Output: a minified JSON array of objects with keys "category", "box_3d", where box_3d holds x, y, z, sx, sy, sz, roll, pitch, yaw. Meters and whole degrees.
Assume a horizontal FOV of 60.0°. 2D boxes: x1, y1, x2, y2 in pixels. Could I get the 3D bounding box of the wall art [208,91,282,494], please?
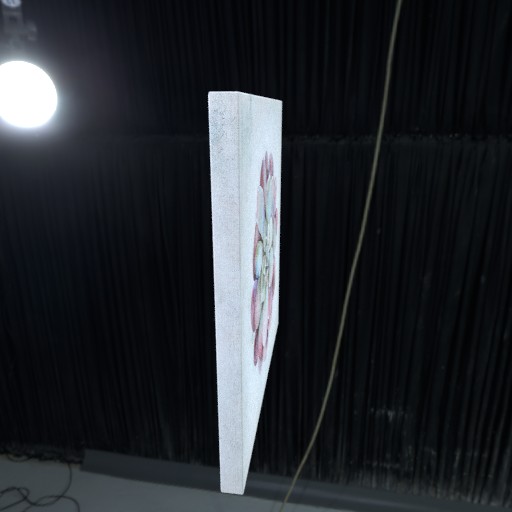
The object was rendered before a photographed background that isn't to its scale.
[{"category":"wall art","box_3d":[0.000,0.000,0.901,0.044,0.605,0.605,3,18,8]}]
